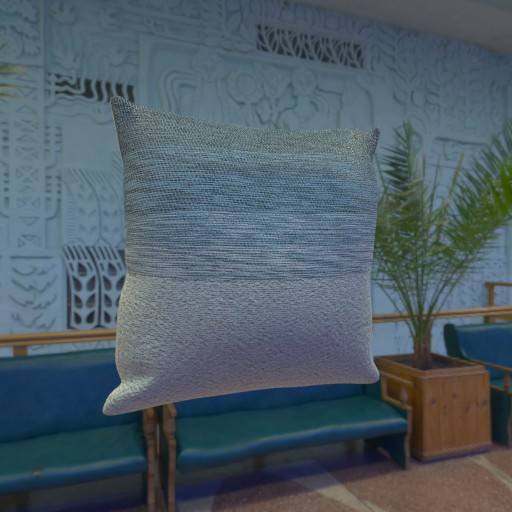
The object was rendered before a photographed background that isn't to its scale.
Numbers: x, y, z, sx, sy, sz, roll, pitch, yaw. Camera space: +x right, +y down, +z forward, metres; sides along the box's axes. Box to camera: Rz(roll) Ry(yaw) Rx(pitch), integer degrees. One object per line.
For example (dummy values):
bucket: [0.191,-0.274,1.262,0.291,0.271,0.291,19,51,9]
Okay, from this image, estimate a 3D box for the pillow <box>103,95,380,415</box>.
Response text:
pillow: [0.000,0.000,0.671,0.440,0.441,0.182,0,0,-18]
